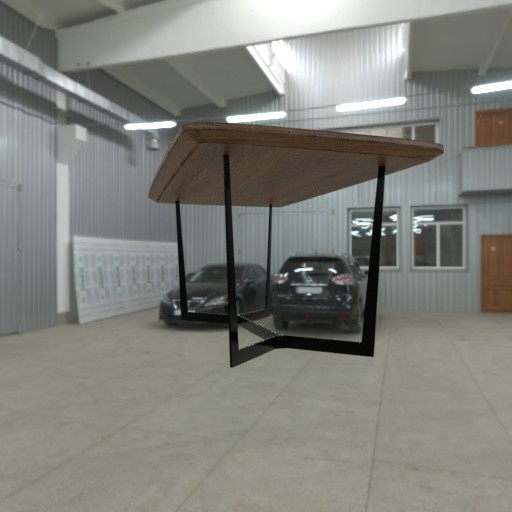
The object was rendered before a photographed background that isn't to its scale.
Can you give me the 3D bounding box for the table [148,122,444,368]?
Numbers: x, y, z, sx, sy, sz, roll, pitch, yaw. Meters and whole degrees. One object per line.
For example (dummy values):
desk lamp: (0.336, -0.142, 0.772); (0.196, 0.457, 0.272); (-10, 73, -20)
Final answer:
table: (0.000, 0.000, 2.158); (0.949, 0.765, 1.643); (0, 0, -17)
